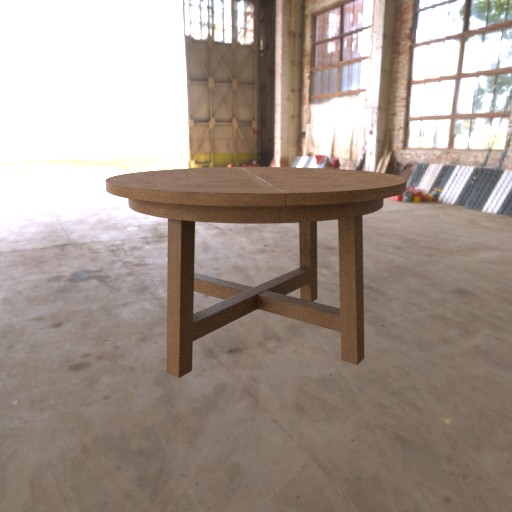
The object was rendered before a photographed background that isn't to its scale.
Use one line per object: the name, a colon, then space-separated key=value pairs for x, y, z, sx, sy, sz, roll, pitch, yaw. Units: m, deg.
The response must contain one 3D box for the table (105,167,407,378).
table: x=0.000 y=0.000 z=2.137 sx=1.319 sy=0.762 sz=1.319 roll=0 pitch=15 yaw=0
